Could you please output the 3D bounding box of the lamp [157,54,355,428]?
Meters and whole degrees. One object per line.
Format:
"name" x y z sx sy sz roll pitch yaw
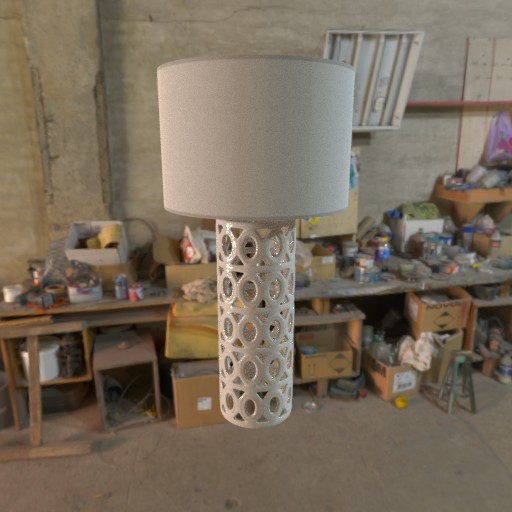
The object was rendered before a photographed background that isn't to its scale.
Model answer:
"lamp" 0.000 0.000 0.824 0.324 0.636 0.325 14 20 42
